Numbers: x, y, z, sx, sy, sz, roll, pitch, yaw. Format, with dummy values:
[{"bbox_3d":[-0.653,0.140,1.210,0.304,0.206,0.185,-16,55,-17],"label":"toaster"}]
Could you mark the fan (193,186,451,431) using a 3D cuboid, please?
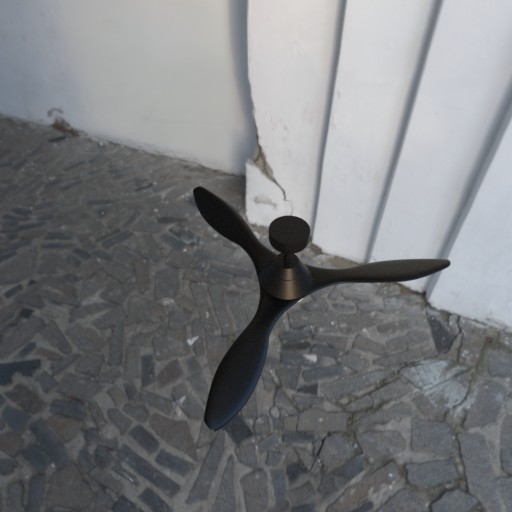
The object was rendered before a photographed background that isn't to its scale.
[{"bbox_3d":[0.000,0.000,1.605,1.067,0.305,1.067,33,55,27],"label":"fan"}]
